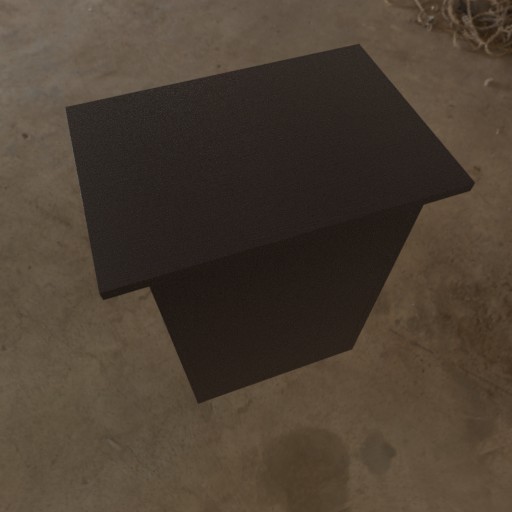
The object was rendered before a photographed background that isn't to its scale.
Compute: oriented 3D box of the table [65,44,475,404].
[{"bbox_3d":[0.000,0.000,1.048,0.589,0.711,0.408,-17,59,-11],"label":"table"}]
